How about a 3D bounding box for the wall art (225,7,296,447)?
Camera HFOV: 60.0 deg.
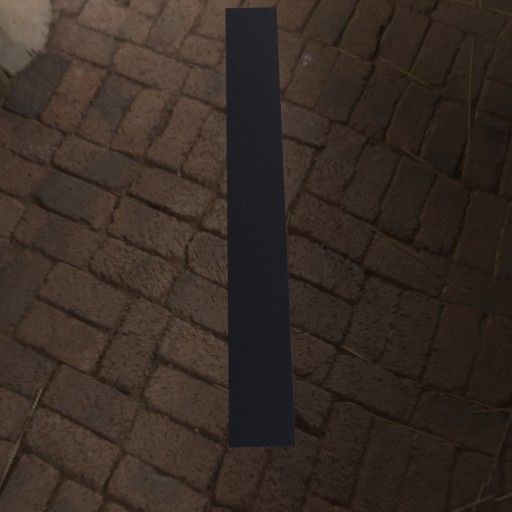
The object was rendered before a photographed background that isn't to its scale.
[{"bbox_3d":[0.000,0.000,0.439,0.038,0.304,0.304,-1,76,0],"label":"wall art"}]
